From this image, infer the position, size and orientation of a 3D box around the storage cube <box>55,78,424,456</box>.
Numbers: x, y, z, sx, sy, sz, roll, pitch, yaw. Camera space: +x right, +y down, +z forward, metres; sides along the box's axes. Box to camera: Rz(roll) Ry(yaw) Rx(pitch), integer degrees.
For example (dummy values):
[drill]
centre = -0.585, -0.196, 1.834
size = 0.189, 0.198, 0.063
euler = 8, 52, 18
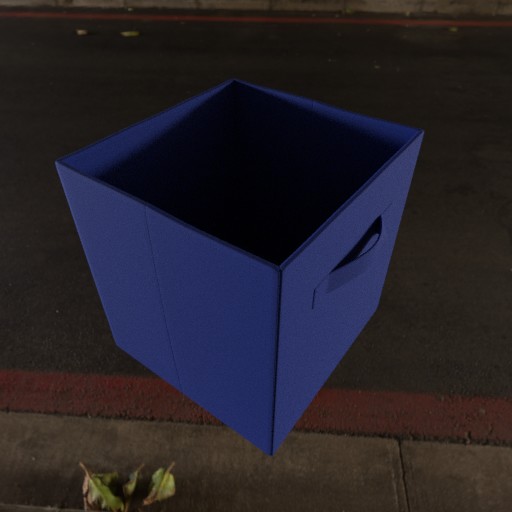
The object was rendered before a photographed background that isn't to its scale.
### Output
[storage cube]
centre = 0.000, 0.000, 0.519
size = 0.270, 0.280, 0.270
euler = 26, 48, 26
